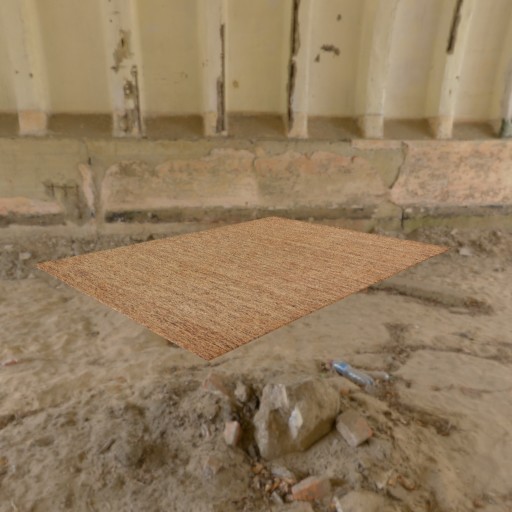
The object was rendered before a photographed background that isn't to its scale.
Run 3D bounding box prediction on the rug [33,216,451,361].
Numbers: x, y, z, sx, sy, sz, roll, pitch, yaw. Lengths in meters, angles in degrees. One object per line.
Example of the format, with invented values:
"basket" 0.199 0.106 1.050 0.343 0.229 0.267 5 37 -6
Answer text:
"rug" 0.000 0.000 4.231 2.438 0.012 3.200 15 22 42
